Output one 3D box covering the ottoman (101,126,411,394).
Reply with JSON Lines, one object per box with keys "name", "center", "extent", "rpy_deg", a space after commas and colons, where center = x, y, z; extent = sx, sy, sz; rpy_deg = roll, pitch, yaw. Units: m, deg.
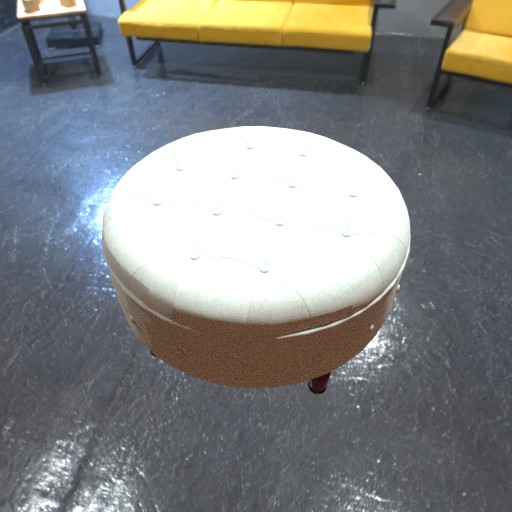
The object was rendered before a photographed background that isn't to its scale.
{"name": "ottoman", "center": [0.000, 0.000, 1.370], "extent": [0.850, 0.483, 0.850], "rpy_deg": [0, 44, 0]}
